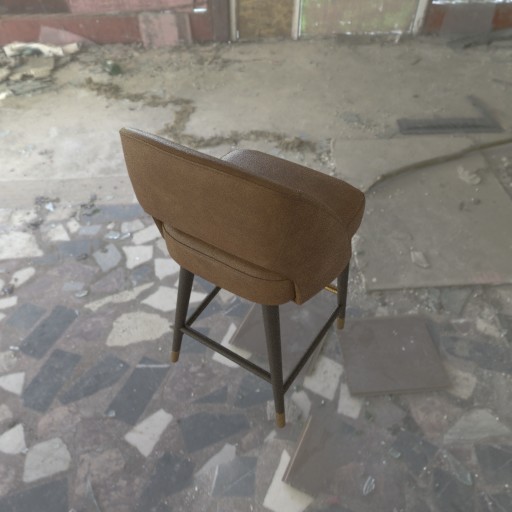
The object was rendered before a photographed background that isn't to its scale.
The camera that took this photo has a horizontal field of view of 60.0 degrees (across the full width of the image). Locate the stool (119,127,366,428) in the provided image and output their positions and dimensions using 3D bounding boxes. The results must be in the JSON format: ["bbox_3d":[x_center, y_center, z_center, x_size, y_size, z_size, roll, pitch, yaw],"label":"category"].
[{"bbox_3d":[0.000,0.000,1.229,0.494,0.940,0.509,24,51,22],"label":"stool"}]
